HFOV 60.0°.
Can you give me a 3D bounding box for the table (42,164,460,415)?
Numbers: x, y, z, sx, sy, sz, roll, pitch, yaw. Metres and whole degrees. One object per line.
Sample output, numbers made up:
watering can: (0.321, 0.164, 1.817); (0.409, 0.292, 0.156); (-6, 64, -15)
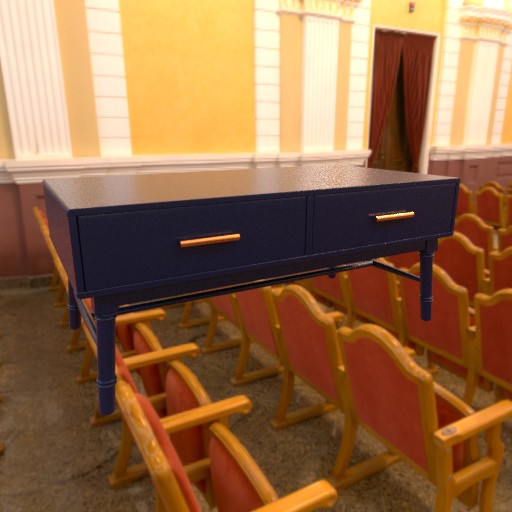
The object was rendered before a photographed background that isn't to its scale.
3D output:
table: (0.000, 0.000, 1.324); (1.067, 0.457, 0.572); (-9, 18, -28)
